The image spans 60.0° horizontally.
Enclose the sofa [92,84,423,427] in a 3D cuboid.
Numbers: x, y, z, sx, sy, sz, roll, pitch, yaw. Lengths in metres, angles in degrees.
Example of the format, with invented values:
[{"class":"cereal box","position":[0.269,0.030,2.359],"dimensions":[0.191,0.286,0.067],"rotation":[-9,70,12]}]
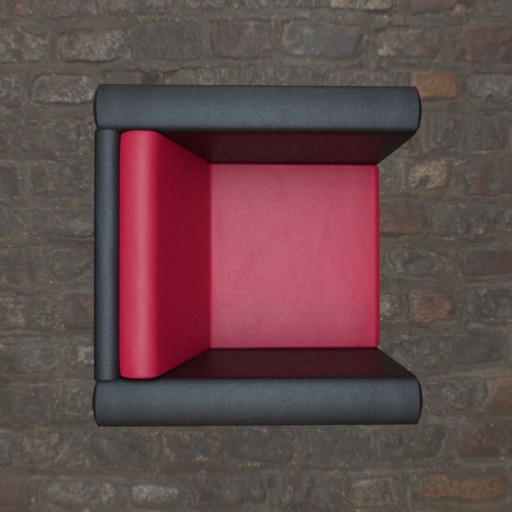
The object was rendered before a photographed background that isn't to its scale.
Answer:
[{"class":"sofa","position":[0.000,0.000,1.414],"dimensions":[0.809,0.724,0.839],"rotation":[0,90,-1]}]
